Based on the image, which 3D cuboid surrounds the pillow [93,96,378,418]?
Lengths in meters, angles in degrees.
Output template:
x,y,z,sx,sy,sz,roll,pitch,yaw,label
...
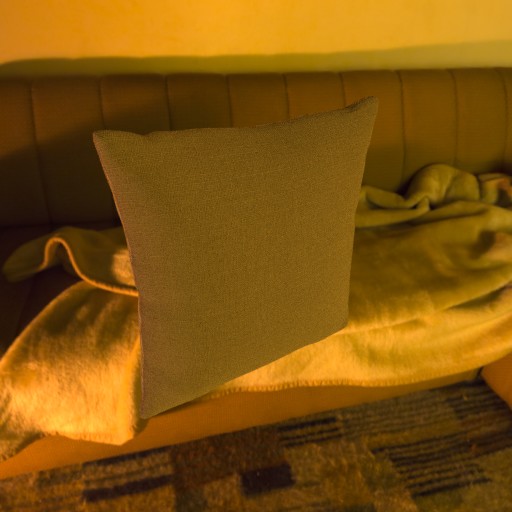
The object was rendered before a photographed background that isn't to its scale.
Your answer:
x,y,z,sx,sy,sz,roll,pitch,yaw,label
0.000,0.000,0.677,0.429,0.436,0.159,-19,34,-30,pillow
